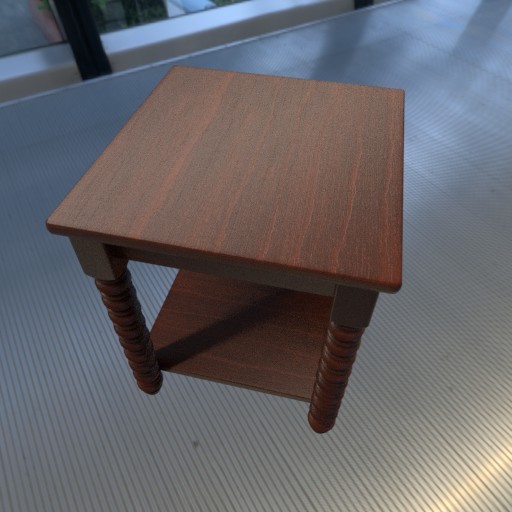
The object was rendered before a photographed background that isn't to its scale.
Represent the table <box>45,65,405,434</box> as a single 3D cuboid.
[{"bbox_3d":[0.000,0.000,0.973,0.500,0.567,0.533,10,48,9],"label":"table"}]
